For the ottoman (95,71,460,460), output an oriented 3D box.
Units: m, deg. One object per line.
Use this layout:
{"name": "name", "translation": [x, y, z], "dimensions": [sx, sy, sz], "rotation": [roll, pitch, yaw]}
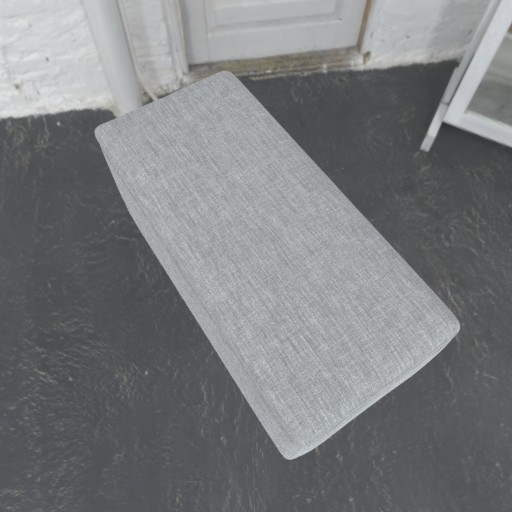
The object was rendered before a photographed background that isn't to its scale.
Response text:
{"name": "ottoman", "translation": [0.000, 0.000, 1.148], "dimensions": [0.419, 0.432, 0.902], "rotation": [-30, 66, -15]}
